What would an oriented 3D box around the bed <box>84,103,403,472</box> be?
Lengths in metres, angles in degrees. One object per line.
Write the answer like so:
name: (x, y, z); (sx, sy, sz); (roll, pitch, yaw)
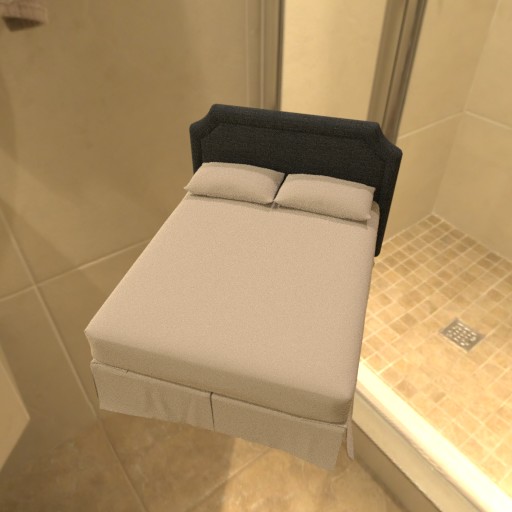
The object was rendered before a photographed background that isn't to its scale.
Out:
bed: (0.000, 0.000, 3.218); (1.828, 1.297, 2.208); (11, 42, 12)
